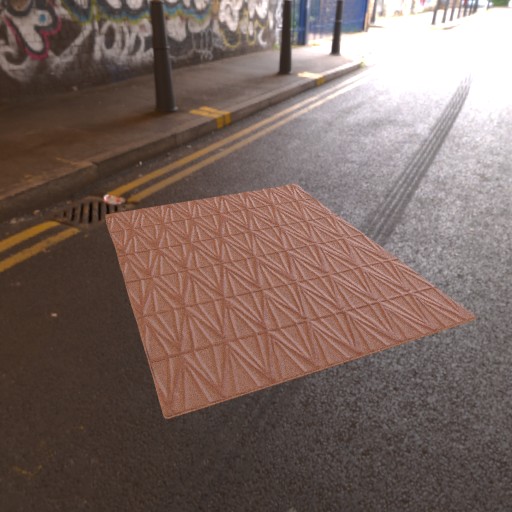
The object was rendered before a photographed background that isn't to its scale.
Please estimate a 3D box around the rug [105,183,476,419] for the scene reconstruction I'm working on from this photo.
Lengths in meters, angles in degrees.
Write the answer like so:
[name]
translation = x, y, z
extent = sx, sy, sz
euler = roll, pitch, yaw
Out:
[rug]
translation = 0.000, 0.000, 4.224
extent = 2.453, 0.043, 3.052
euler = -12, 33, -20
